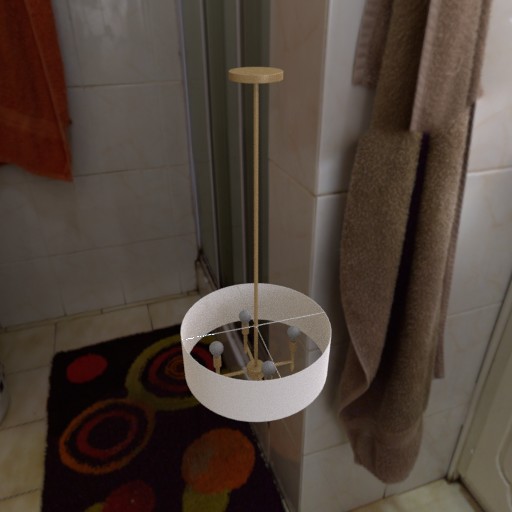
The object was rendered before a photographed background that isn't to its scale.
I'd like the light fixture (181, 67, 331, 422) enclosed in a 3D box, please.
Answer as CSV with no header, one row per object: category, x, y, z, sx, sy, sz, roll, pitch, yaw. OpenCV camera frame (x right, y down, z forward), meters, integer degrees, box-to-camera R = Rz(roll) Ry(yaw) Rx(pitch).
light fixture,0.000,0.000,1.370,0.508,1.067,0.508,0,31,0
